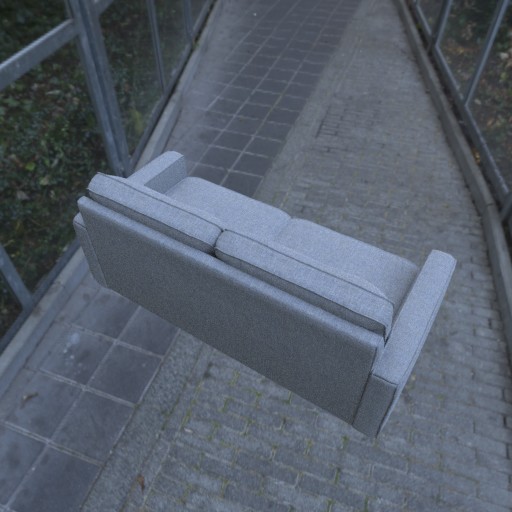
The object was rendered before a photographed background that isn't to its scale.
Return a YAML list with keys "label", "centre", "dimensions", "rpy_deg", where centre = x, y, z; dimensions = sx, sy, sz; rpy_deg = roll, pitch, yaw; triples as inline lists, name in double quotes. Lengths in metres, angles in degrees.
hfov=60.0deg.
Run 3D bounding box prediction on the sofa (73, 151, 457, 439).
- label: "sofa"
  centre: [0.000, 0.000, 2.648]
  dimensions: [2.078, 0.918, 0.945]
  rpy_deg: [24, 50, 22]
